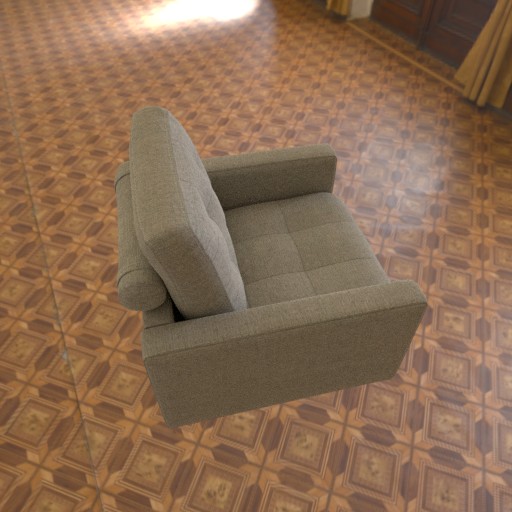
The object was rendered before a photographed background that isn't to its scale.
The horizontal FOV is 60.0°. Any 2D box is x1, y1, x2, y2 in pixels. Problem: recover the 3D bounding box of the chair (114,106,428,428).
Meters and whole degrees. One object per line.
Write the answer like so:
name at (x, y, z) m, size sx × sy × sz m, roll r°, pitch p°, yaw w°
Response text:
chair at (0.000, 0.000, 1.513) m, size 0.843 × 0.880 × 0.821 m, roll -10°, pitch 48°, yaw -9°
